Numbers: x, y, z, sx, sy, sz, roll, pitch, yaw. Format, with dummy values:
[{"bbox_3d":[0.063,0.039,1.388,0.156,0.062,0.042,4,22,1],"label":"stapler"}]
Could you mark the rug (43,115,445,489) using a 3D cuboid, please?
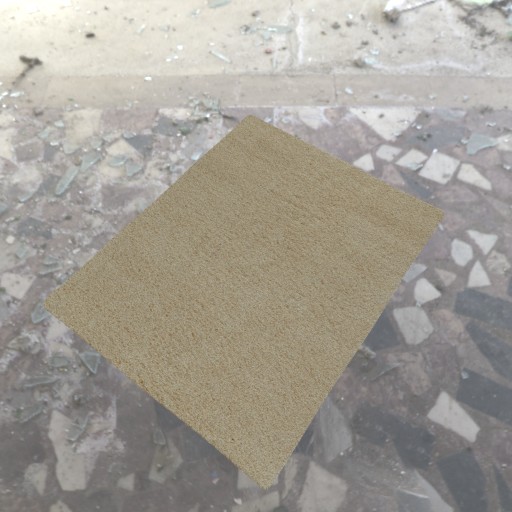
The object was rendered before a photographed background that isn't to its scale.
[{"bbox_3d":[0.000,0.000,4.073,2.401,0.025,3.001,32,63,18],"label":"rug"}]
